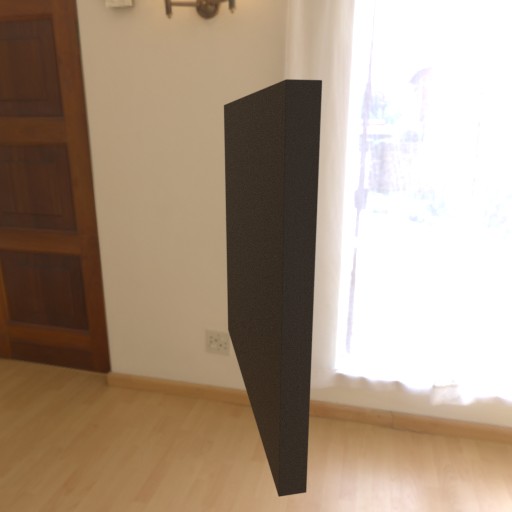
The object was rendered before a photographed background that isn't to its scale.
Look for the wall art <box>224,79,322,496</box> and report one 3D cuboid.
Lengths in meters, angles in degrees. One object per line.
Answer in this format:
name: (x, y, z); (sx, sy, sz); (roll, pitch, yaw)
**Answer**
wall art: (0.000, 0.000, 0.749); (0.038, 0.507, 0.507); (-3, 16, -10)
